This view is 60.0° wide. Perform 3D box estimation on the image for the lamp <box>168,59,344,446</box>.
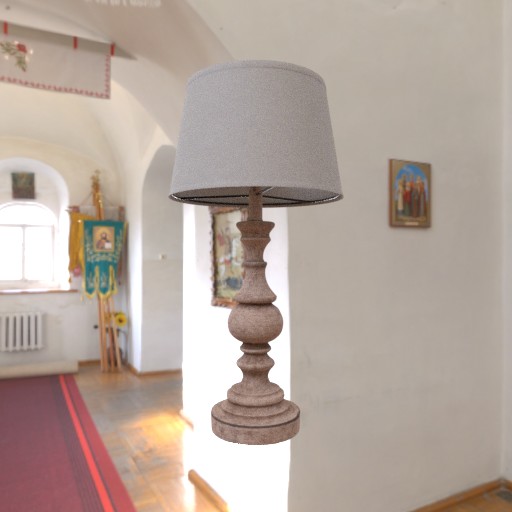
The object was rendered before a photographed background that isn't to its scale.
[{"bbox_3d":[0.000,0.000,0.876,0.340,0.678,0.340,0,0,0],"label":"lamp"}]
